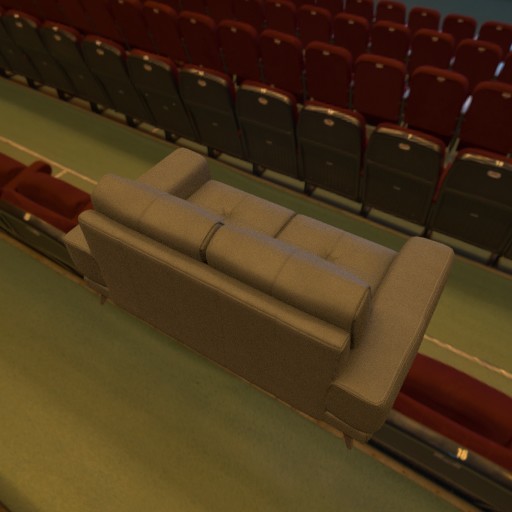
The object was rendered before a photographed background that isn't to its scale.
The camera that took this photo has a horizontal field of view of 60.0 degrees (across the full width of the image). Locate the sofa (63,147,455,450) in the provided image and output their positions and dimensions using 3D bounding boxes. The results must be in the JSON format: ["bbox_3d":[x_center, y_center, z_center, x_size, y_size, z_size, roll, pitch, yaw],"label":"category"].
[{"bbox_3d":[0.000,0.000,2.329,1.806,0.907,1.018,24,51,21],"label":"sofa"}]
